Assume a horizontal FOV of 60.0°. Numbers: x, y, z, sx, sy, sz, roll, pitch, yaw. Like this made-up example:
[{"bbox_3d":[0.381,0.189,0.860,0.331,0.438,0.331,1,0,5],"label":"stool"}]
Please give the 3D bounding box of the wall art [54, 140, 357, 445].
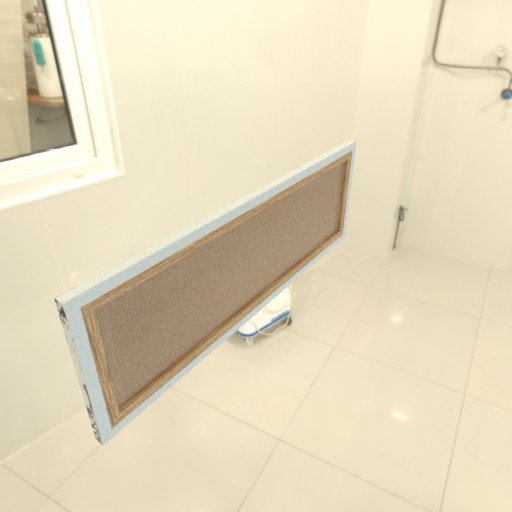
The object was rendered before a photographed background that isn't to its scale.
[{"bbox_3d":[0.000,0.000,1.664,0.039,0.507,1.520,21,37,30],"label":"wall art"}]
